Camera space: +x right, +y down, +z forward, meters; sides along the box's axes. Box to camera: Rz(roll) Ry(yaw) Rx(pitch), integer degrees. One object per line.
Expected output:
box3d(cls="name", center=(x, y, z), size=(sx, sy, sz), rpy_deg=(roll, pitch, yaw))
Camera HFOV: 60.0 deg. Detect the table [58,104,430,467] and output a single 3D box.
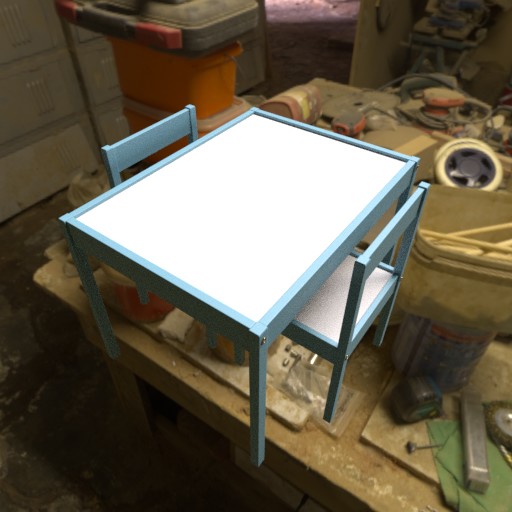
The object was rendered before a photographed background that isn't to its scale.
box3d(cls="table", center=(0.000, 0.000, 1.078), size=(0.633, 0.503, 0.639), rpy_deg=(26, 48, 26))
